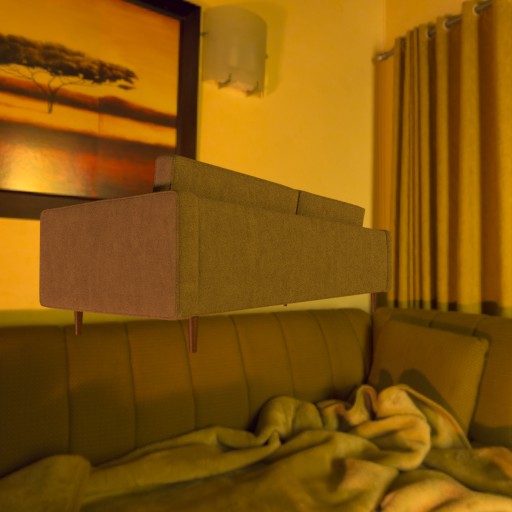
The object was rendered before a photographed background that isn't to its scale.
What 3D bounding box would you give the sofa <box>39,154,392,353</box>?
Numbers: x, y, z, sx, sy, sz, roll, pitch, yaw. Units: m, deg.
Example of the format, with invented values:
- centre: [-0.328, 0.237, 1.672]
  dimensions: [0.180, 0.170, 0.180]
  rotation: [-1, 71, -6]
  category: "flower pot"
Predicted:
- centre: [0.000, 0.000, 2.644]
  dimensions: [0.919, 0.770, 2.200]
  rotation: [-1, -2, 36]
  category: "sofa"
